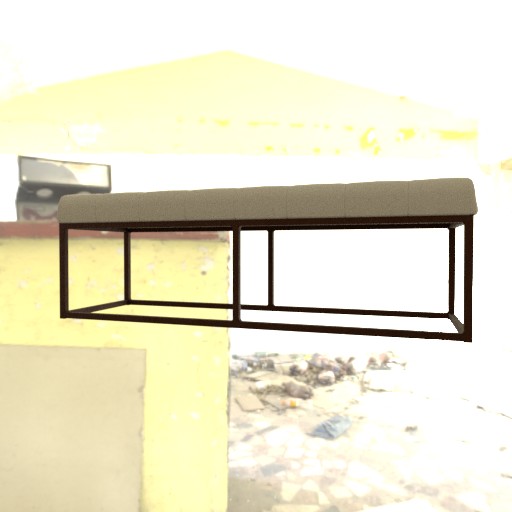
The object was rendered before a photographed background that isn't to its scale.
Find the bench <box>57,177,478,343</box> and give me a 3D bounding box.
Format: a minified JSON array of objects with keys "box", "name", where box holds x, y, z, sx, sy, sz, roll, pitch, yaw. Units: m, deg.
[{"box":[0.000,0.000,1.711,1.488,0.488,0.479,0,1,18],"name":"bench"}]
